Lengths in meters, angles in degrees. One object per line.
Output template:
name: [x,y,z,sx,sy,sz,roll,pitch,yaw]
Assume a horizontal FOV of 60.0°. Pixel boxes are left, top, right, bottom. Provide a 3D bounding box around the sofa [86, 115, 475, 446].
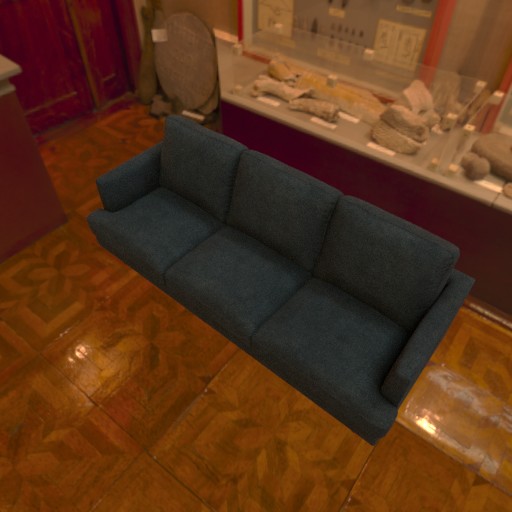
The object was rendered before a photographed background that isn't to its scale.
sofa: [0.000,0.000,2.677,2.246,0.930,0.903,31,54,26]
